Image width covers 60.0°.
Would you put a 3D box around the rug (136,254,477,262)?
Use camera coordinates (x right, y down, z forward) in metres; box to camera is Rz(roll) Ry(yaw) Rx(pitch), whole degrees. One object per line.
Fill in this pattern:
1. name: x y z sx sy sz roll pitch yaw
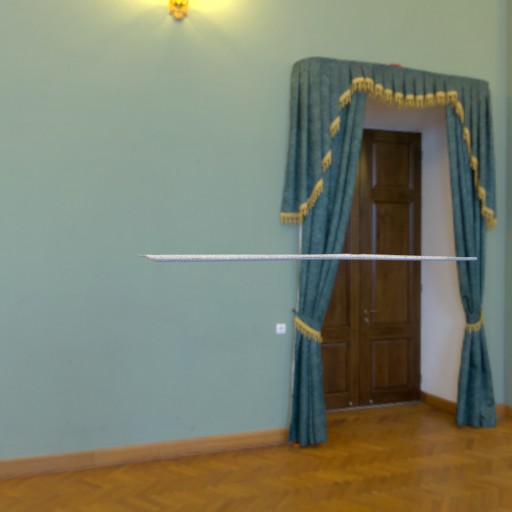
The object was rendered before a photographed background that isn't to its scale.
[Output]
1. rug: 0.000 0.000 2.313 1.162 0.022 1.804 0 0 -17
